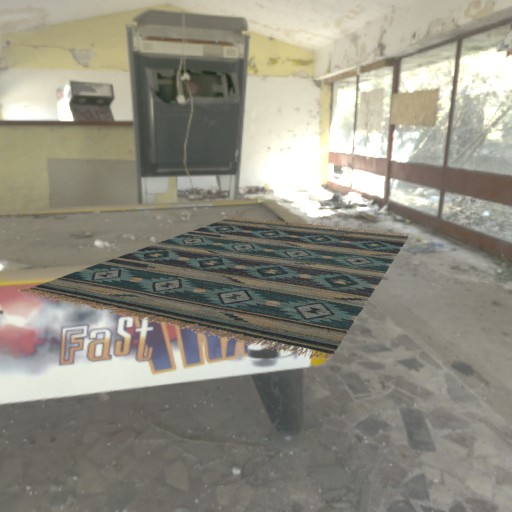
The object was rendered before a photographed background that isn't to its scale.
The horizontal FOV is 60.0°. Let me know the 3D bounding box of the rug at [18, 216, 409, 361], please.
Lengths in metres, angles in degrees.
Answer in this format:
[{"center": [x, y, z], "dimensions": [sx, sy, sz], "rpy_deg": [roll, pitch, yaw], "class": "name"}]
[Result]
[{"center": [0.000, 0.000, 4.246], "dimensions": [2.418, 0.047, 3.307], "rpy_deg": [7, 17, 25], "class": "rug"}]
